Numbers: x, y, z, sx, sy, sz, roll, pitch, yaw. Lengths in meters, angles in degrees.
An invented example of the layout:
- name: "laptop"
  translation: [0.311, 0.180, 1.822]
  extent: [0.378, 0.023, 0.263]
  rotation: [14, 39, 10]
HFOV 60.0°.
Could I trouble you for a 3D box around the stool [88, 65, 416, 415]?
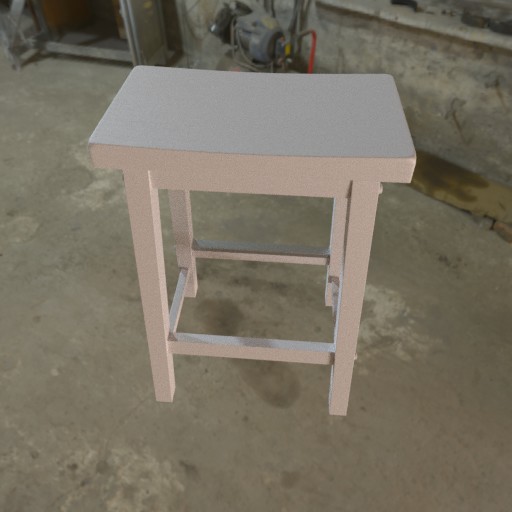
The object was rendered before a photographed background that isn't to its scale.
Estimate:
- name: "stool"
  translation: [0.000, 0.000, 0.837]
  extent: [0.406, 0.610, 0.322]
  rotation: [3, 46, 3]
